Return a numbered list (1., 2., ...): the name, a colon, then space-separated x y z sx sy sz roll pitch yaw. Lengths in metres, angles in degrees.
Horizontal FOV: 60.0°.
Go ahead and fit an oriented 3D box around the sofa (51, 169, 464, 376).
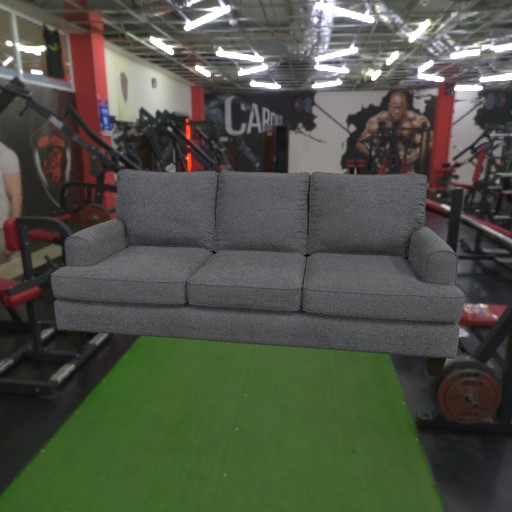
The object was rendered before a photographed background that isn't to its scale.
1. sofa: 0.000 0.000 2.670 2.158 0.965 0.951 2 15 9
